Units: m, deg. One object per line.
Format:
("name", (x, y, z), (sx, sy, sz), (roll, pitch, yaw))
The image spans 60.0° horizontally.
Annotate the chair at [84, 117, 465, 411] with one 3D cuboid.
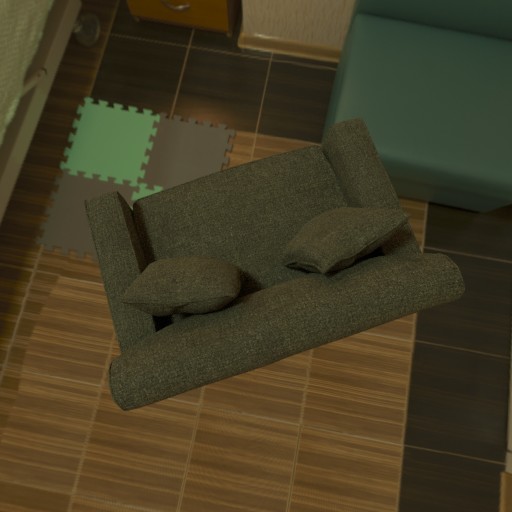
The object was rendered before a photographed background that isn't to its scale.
("chair", (0.000, 0.000, 2.125), (1.383, 0.948, 1.000), (-18, 76, -5))
